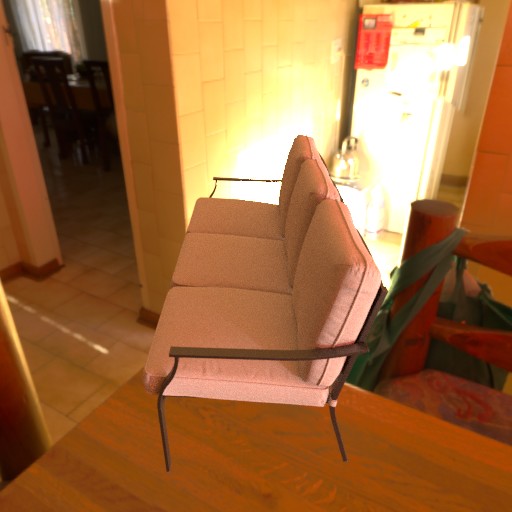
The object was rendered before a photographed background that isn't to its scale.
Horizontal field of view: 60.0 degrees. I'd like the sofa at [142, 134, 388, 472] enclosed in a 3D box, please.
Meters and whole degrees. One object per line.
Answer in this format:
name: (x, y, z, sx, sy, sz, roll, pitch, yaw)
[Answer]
sofa: (0.000, 0.000, 2.186, 0.787, 0.860, 1.740, 0, 28, 0)
